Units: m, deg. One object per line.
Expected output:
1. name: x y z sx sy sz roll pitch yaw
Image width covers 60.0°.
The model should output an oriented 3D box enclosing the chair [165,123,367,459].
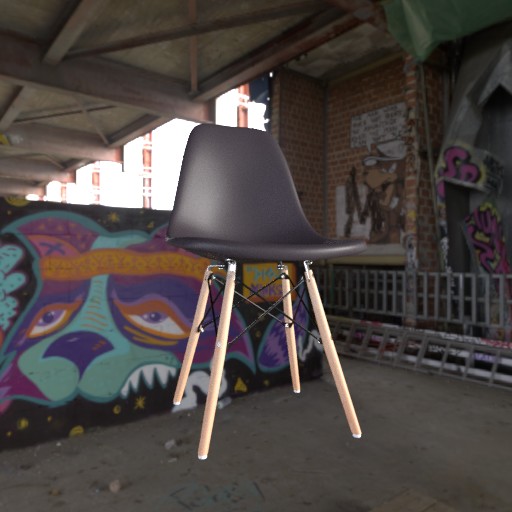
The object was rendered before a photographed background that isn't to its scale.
1. chair: 0.000 0.000 1.145 0.470 0.825 0.533 0 -1 -18
